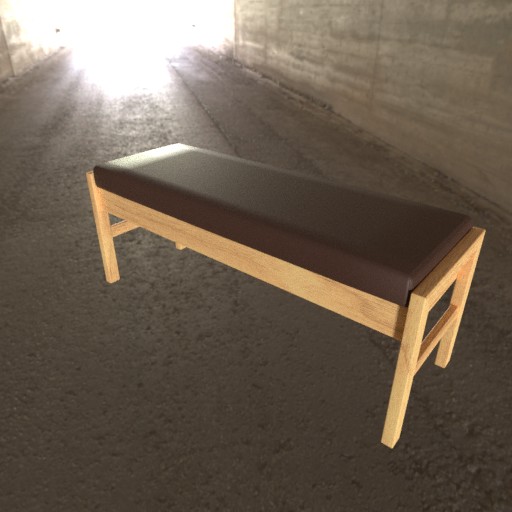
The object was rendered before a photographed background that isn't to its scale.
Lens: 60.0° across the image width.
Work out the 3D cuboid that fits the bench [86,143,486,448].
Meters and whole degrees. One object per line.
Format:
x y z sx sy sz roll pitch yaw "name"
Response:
0.000 0.000 1.437 1.200 0.480 0.405 22 36 34 "bench"
